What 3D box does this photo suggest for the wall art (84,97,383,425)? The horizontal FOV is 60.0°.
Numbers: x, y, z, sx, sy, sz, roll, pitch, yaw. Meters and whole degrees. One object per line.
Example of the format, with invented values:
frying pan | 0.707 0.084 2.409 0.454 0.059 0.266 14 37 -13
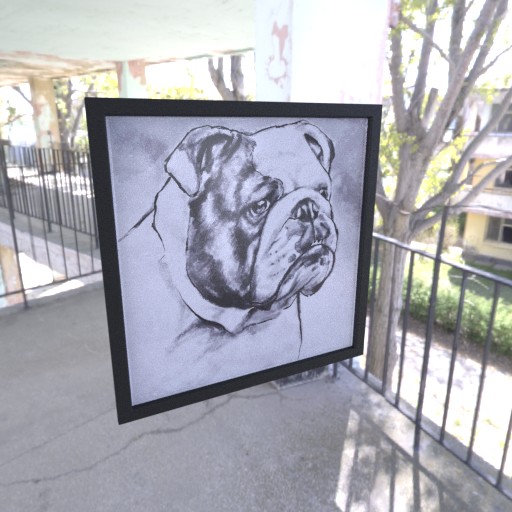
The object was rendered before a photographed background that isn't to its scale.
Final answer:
wall art | 0.000 0.000 0.999 0.663 0.659 0.016 -8 19 -26
